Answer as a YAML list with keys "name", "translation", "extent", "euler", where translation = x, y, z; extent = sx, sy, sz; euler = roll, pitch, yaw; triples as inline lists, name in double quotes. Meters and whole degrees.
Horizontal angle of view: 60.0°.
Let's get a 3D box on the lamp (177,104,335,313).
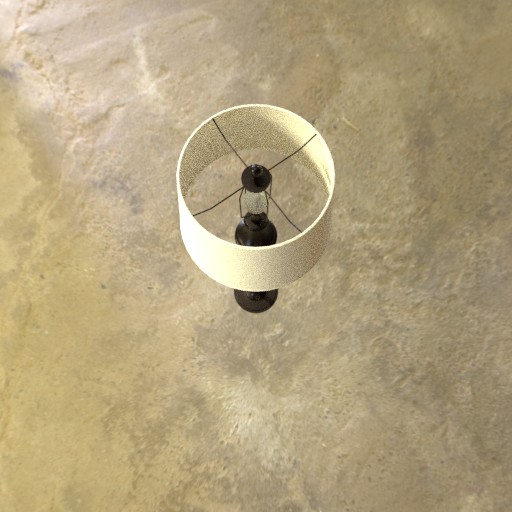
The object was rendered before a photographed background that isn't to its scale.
- name: "lamp"
  translation: [0.000, 0.000, 1.678]
  extent: [0.431, 1.484, 0.431]
  euler: [0, 75, 0]
